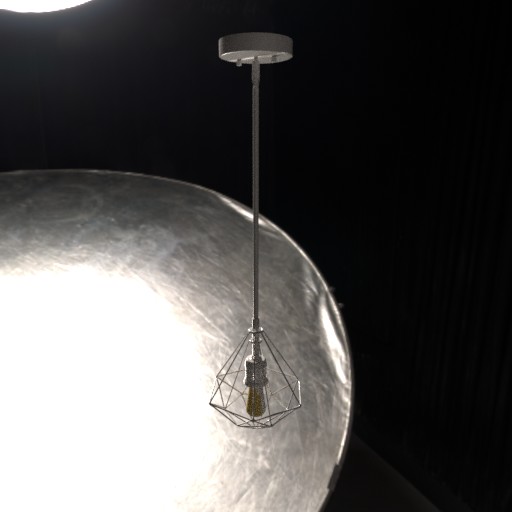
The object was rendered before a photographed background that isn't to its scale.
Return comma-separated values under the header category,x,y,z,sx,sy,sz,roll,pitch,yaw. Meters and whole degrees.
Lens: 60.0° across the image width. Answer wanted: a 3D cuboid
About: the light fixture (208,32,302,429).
category,x,y,z,sx,sy,sz,roll,pitch,yaw
light fixture,0.000,0.000,1.984,0.487,1.764,0.431,-7,16,-26
